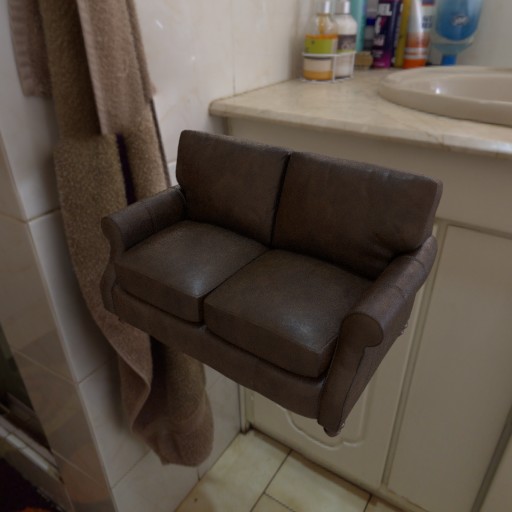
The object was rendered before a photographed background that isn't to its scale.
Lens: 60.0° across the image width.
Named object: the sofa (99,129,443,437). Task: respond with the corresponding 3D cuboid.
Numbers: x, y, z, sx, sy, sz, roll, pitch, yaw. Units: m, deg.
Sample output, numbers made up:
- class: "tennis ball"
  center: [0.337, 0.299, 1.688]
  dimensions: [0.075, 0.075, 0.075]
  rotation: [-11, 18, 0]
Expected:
- class: "sofa"
  center: [0.000, 0.000, 2.287]
  dimensions: [1.616, 0.976, 0.990]
  rotation: [19, 35, 30]
